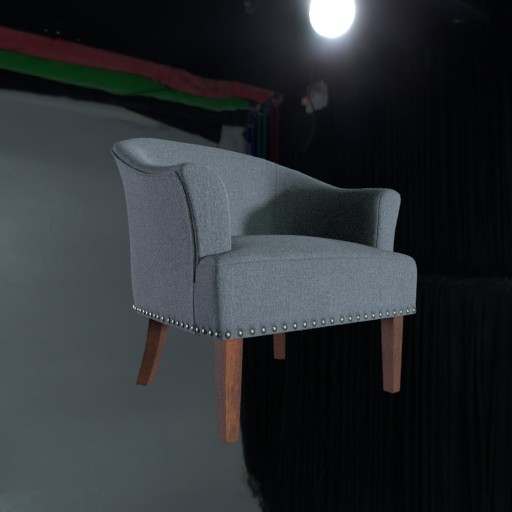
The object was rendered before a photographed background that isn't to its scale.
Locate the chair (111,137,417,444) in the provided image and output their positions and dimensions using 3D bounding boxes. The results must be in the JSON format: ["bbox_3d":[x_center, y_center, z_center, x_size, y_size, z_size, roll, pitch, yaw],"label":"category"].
[{"bbox_3d":[0.000,0.000,1.392,0.798,0.815,0.704,0,1,-36],"label":"chair"}]
